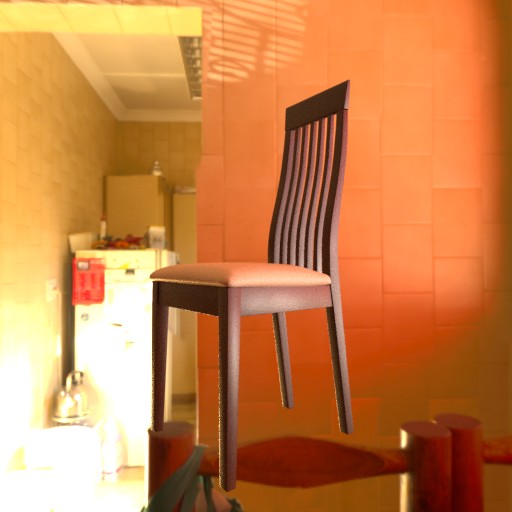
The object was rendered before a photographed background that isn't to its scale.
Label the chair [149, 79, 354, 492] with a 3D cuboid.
[{"bbox_3d":[0.000,0.000,1.272,0.474,1.027,0.460,1,-1,-34],"label":"chair"}]
